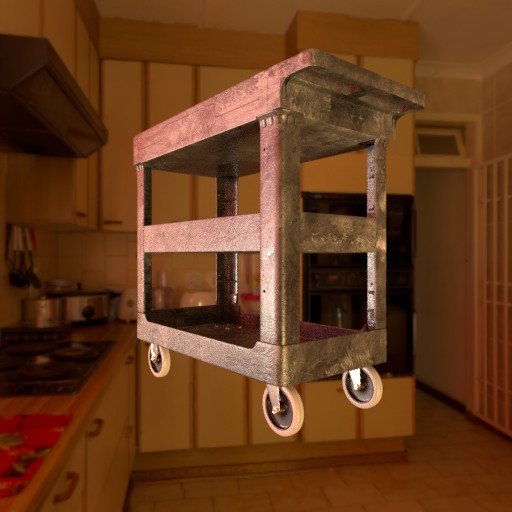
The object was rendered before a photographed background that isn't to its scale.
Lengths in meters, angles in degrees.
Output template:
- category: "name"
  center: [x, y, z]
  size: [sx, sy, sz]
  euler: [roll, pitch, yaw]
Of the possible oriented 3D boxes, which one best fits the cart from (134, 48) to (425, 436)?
- category: "cart"
  center: [0.000, 0.000, 1.336]
  size: [0.420, 0.824, 0.877]
  euler: [0, 0, -39]
